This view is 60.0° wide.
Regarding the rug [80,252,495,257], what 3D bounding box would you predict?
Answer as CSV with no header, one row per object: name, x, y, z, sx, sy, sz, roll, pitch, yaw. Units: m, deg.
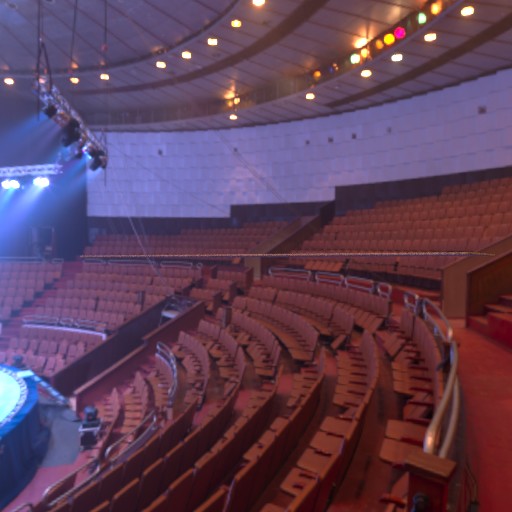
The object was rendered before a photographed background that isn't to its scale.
rug,0.000,0.000,2.457,2.277,0.008,0.676,0,-1,35
